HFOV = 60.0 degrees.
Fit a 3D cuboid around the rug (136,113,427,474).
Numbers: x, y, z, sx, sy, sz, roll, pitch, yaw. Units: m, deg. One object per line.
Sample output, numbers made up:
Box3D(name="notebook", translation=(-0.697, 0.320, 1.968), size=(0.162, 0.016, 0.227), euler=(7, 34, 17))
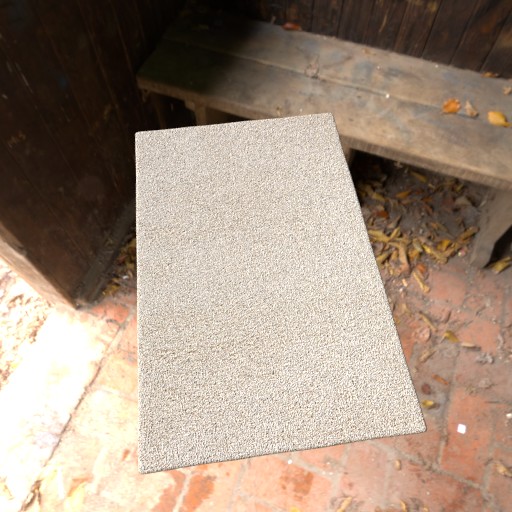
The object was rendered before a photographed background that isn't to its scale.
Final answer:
Box3D(name="rug", translation=(0.000, 0.000, 3.335), size=(1.778, 0.030, 2.743), euler=(-7, 62, -4))
